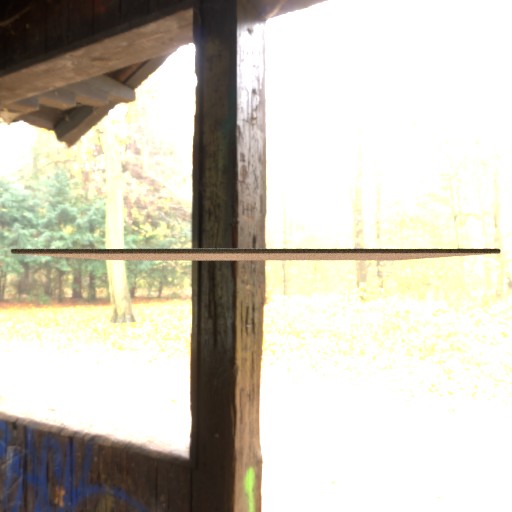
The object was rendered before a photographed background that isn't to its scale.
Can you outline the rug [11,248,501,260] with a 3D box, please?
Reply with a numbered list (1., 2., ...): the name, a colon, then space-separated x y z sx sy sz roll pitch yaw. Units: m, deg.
1. rug: 0.000 0.000 3.349 2.743 0.030 1.778 0 -2 1
